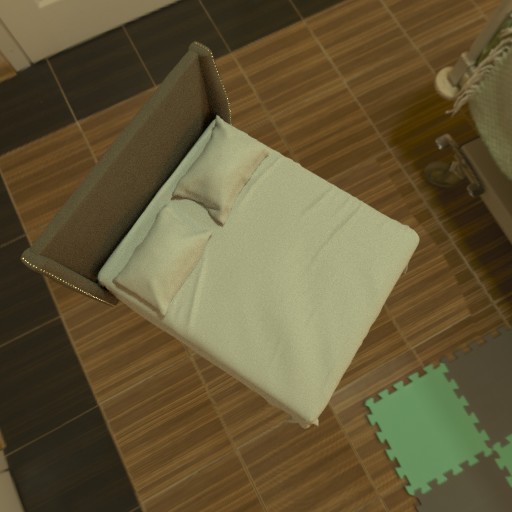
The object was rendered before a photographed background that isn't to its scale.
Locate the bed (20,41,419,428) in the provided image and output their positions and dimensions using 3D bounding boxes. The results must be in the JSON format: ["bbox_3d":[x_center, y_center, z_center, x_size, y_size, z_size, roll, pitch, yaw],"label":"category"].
[{"bbox_3d":[0.000,0.000,3.396,2.276,1.332,1.925,32,78,8],"label":"bed"}]
